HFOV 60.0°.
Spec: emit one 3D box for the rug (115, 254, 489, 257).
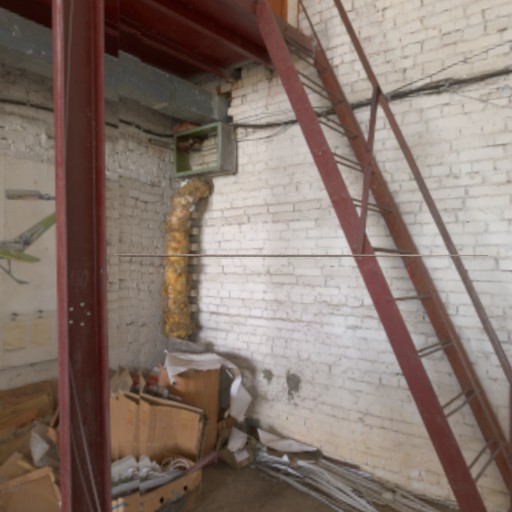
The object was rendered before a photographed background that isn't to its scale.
[{"bbox_3d":[0.000,0.000,4.133,2.425,0.008,3.035,0,0,-16],"label":"rug"}]
